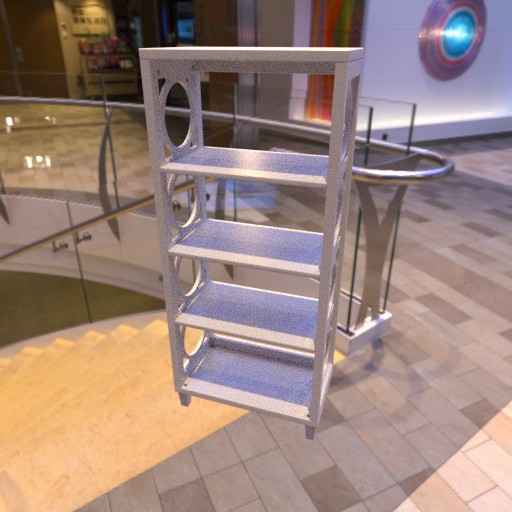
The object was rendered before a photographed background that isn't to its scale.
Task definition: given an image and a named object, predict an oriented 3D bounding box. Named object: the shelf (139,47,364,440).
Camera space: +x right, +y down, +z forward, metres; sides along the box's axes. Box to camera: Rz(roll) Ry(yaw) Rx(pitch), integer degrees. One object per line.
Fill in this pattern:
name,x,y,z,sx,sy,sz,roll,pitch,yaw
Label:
shelf,0.000,0.000,1.661,0.611,1.411,0.340,9,27,17
